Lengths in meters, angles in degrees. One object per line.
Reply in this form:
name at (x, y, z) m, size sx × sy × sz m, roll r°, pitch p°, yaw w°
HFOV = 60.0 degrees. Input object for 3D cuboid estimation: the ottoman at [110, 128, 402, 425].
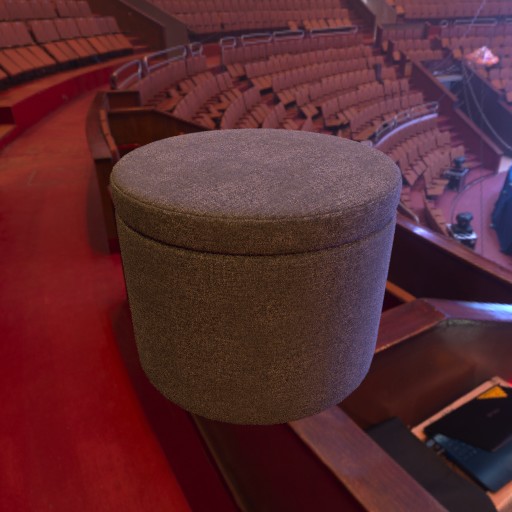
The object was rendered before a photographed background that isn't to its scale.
ottoman at (0.000, 0.000, 0.872) m, size 0.500 × 0.419 × 0.500 m, roll 0°, pitch 29°, yaw 0°
